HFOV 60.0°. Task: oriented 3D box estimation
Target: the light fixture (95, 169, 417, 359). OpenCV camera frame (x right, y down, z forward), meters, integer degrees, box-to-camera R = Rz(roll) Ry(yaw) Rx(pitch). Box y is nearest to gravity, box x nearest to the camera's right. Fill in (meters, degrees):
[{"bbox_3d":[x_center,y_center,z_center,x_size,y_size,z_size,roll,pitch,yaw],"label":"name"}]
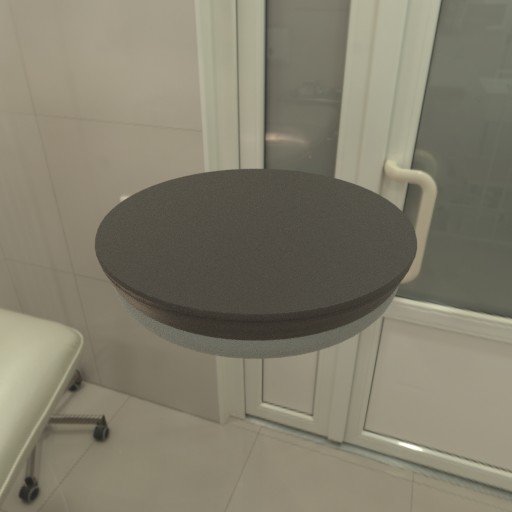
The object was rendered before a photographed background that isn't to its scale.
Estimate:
[{"bbox_3d":[0.000,0.000,0.553,0.368,0.100,0.368,0,30,0],"label":"light fixture"}]
